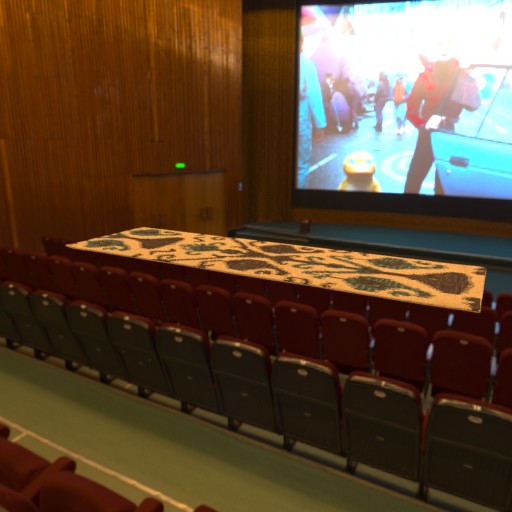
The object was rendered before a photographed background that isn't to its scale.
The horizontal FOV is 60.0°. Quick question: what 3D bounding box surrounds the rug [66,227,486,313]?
[{"bbox_3d":[0.000,0.000,2.494,2.301,0.017,0.692,8,17,27],"label":"rug"}]
